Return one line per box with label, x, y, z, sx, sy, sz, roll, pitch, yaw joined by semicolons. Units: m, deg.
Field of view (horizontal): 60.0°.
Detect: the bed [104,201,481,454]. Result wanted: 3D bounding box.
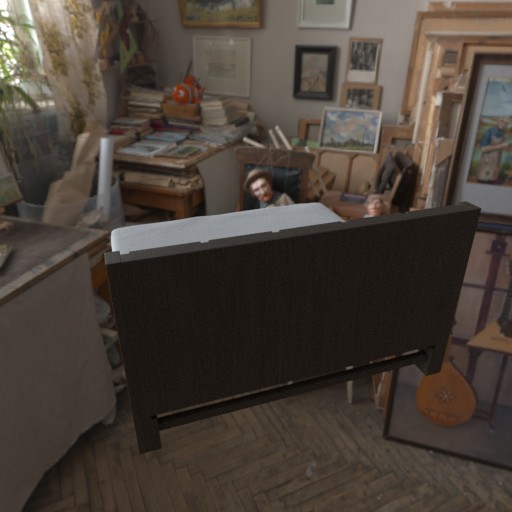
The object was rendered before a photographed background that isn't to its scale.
bed;0.000;0.000;3.452;2.134;1.270;2.012;-9;29;-17
